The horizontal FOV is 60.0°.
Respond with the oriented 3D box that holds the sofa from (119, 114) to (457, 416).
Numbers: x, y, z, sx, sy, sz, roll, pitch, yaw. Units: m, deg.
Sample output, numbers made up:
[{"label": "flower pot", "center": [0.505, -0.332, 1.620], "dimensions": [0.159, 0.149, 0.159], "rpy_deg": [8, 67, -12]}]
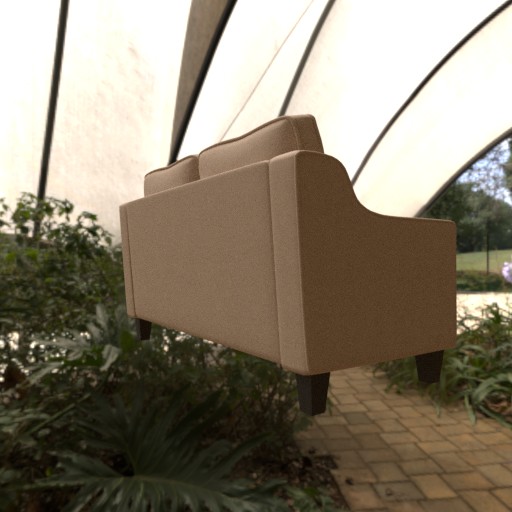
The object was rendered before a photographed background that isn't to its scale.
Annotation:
[{"label": "sofa", "center": [0.000, 0.000, 3.445], "dimensions": [1.351, 1.562, 2.587], "rpy_deg": [0, 0, -35]}]
